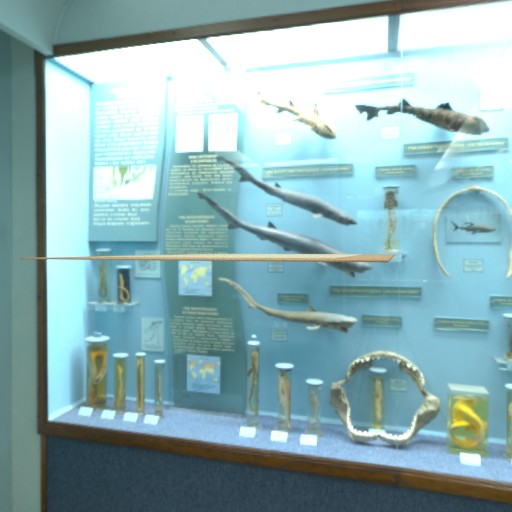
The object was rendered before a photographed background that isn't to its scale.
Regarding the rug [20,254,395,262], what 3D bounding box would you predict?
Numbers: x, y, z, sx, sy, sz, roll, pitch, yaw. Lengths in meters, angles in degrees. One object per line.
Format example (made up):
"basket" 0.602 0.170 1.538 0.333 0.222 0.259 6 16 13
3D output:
"rug" 0.000 0.000 4.128 2.438 0.014 3.048 0 1 18
